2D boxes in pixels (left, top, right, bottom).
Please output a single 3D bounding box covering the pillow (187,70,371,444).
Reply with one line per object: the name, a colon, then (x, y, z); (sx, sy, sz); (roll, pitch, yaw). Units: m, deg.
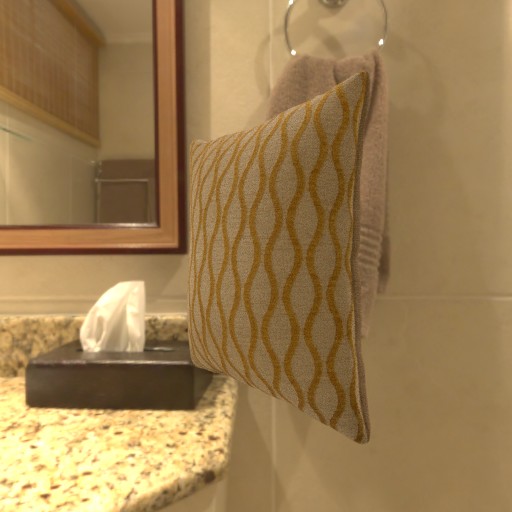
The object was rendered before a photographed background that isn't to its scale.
pillow: (0.000, 0.000, 0.678); (0.159, 0.436, 0.429); (-1, 2, -37)
